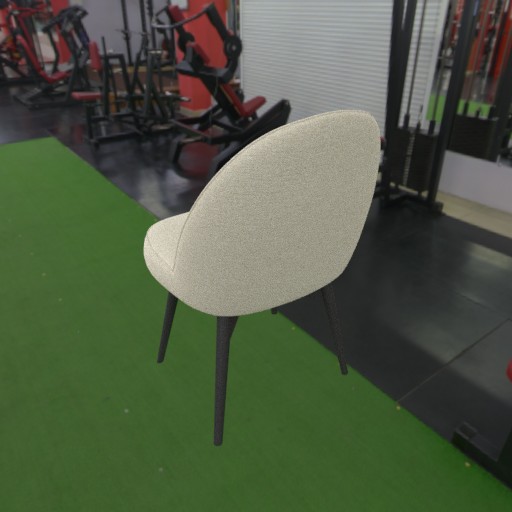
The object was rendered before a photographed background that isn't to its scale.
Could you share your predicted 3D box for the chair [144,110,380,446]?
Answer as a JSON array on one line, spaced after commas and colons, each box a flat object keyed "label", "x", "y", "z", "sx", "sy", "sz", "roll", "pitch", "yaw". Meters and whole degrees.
[{"label": "chair", "x": 0.000, "y": 0.000, "z": 1.189, "sx": 0.532, "sy": 0.838, "sz": 0.540, "roll": -19, "pitch": 35, "yaw": -29}]
